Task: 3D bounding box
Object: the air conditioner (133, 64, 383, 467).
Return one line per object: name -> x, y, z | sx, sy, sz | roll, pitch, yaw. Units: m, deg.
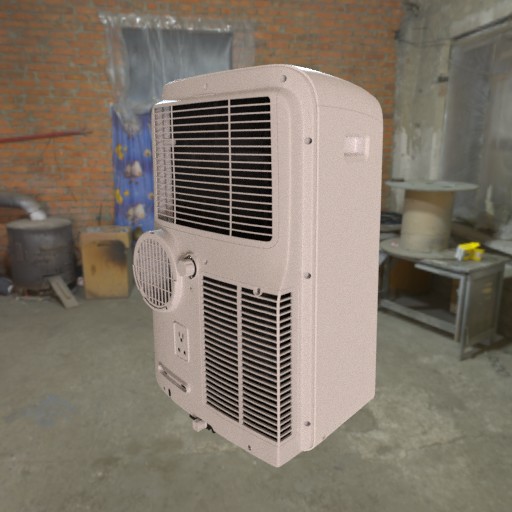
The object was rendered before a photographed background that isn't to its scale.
air conditioner -> 0.000, 0.000, 0.940 | 0.365, 0.700, 0.454 | -13, 19, -42
